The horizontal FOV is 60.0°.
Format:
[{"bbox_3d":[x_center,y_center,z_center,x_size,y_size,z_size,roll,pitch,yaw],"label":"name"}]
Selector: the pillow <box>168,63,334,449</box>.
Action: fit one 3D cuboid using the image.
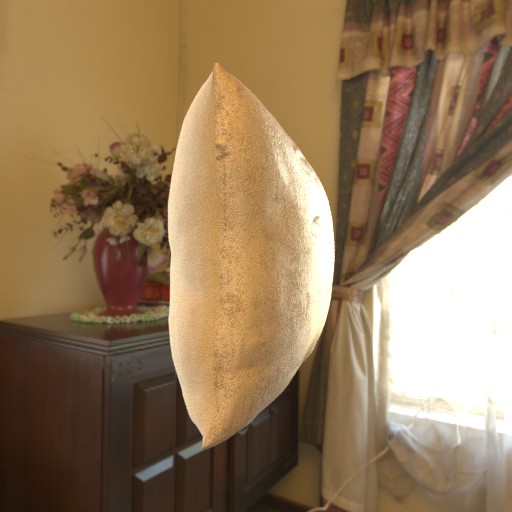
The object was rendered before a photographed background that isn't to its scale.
[{"bbox_3d":[0.000,0.000,0.724,0.245,0.448,0.450,0,-1,18],"label":"pillow"}]
